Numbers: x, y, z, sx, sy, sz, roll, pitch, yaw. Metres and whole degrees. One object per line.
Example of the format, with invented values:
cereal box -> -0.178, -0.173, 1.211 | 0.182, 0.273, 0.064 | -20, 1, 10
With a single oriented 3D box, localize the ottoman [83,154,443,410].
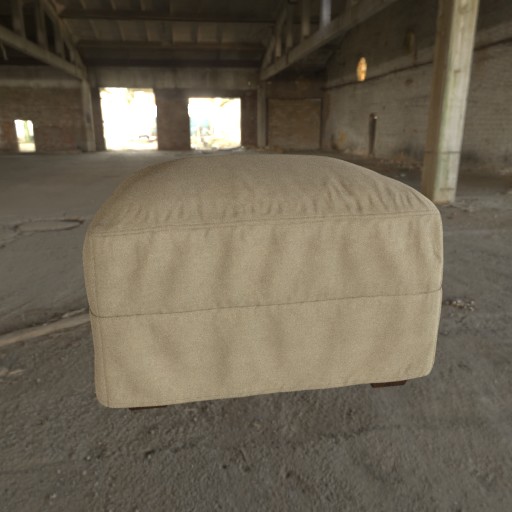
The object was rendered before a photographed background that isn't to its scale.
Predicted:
ottoman -> 0.000, 0.000, 1.074 | 0.712, 0.480, 0.584 | -3, 16, -9
